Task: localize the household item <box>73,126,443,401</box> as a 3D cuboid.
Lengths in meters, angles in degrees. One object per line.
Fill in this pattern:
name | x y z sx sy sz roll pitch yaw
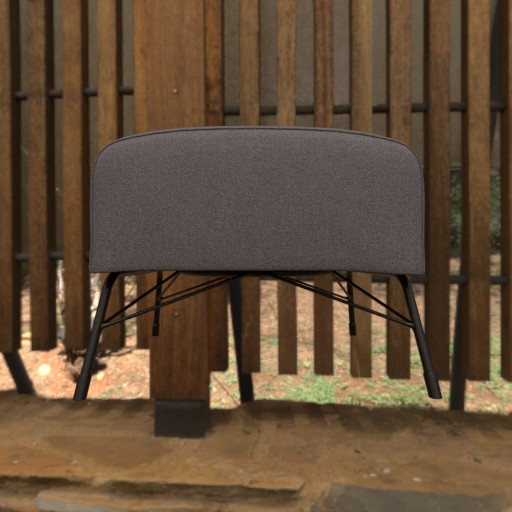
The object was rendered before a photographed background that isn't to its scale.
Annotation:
household item | 0.000 0.000 0.893 0.530 0.410 0.530 0 0 -1
